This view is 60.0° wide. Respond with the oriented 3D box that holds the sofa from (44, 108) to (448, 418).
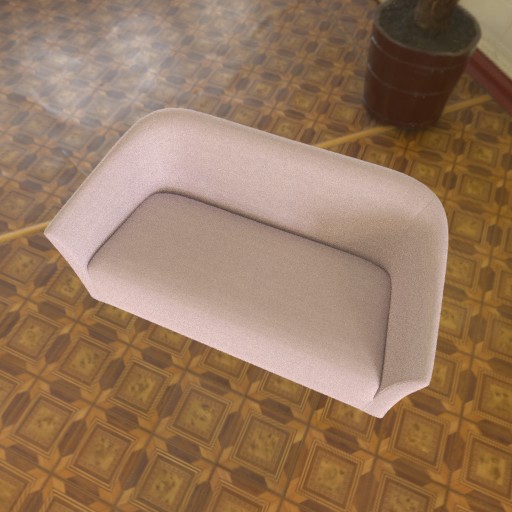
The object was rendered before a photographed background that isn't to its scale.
[{"bbox_3d":[0.000,0.000,1.856,1.452,0.721,0.705,20,60,12],"label":"sofa"}]
